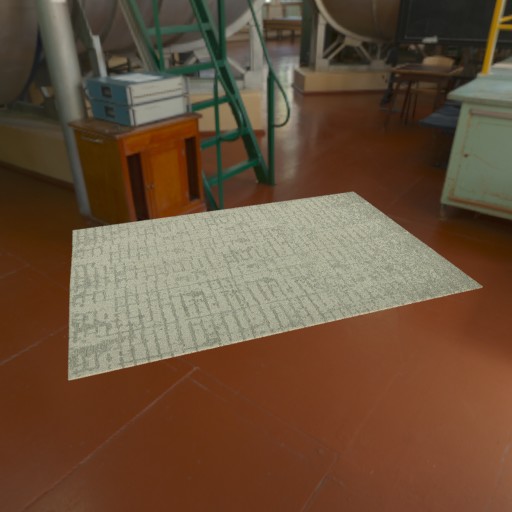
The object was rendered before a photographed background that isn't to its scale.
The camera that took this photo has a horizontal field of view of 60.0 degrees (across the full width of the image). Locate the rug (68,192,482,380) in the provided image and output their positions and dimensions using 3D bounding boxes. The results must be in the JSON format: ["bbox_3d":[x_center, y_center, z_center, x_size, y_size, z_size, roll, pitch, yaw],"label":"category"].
[{"bbox_3d":[0.000,0.000,2.312,1.827,0.007,1.211,-10,32,-16],"label":"rug"}]
